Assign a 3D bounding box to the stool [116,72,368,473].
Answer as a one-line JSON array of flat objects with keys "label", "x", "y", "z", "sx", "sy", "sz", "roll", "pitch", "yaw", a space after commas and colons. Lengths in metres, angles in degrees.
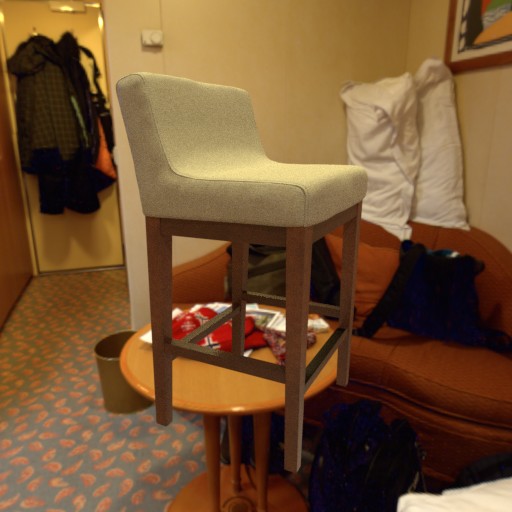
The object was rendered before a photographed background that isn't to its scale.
[{"label": "stool", "x": 0.000, "y": 0.000, "z": 1.244, "sx": 0.500, "sy": 0.937, "sz": 0.511, "roll": 8, "pitch": 17, "yaw": 26}]
